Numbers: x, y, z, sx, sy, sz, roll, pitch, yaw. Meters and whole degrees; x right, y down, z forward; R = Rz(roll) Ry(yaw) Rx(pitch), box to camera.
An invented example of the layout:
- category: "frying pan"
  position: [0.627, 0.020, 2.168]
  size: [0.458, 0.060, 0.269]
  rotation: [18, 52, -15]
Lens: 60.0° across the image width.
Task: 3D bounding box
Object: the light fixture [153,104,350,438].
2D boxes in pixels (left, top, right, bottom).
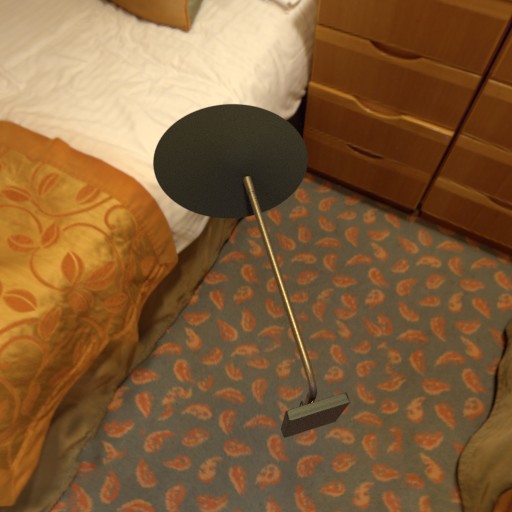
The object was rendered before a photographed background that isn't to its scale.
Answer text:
- category: "light fixture"
  position: [0.000, 0.000, 0.691]
  size: [0.240, 0.312, 0.516]
  rotation: [-14, 60, -9]
